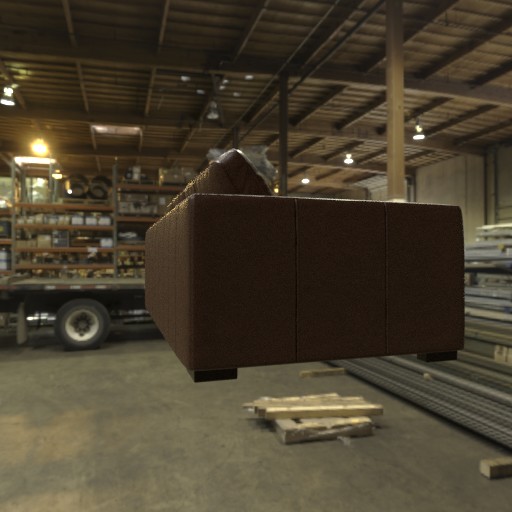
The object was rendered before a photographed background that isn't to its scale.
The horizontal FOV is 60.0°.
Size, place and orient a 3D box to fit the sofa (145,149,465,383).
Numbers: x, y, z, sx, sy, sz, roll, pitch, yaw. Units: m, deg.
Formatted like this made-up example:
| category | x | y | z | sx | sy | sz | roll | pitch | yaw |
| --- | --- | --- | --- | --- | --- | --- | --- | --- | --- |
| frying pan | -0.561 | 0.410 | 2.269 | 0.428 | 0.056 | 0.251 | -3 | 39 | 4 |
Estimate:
| category | x | y | z | sx | sy | sz | roll | pitch | yaw |
| --- | --- | --- | --- | --- | --- | --- | --- | --- | --- |
| sofa | 0.000 | 0.000 | 2.400 | 1.070 | 0.800 | 1.920 | 0 | 0 | -18 |
